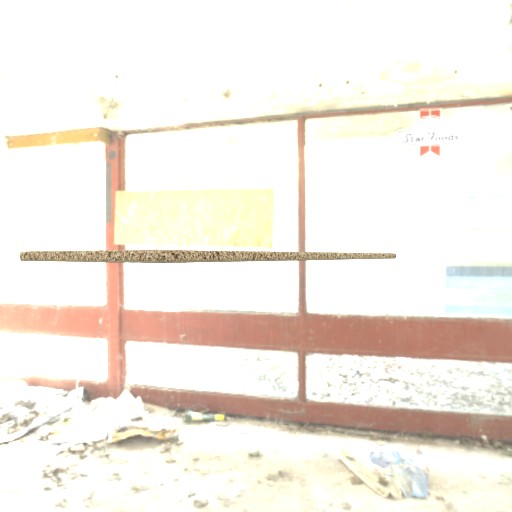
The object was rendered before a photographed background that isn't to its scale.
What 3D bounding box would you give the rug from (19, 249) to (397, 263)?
[{"bbox_3d":[0.000,0.000,1.726,0.609,0.030,1.524,0,0,36],"label":"rug"}]
